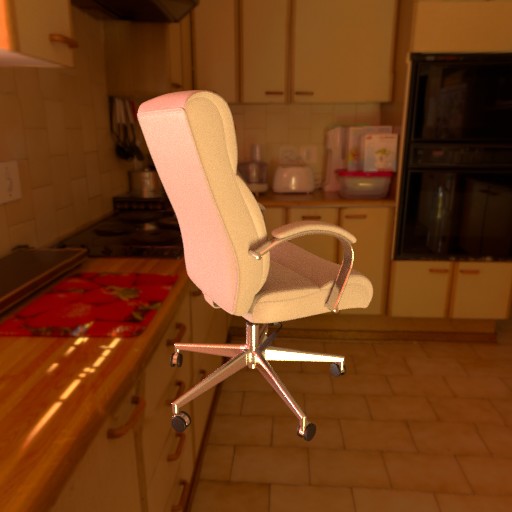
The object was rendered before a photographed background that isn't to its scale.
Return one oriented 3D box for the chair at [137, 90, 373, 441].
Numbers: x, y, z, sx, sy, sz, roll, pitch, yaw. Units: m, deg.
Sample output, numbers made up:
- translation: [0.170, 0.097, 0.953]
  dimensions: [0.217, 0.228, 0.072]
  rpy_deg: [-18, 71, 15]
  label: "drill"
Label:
- translation: [0.000, 0.000, 1.611]
  dimensions: [0.745, 1.099, 0.727]
  rpy_deg: [-8, 18, -26]
  label: "chair"
